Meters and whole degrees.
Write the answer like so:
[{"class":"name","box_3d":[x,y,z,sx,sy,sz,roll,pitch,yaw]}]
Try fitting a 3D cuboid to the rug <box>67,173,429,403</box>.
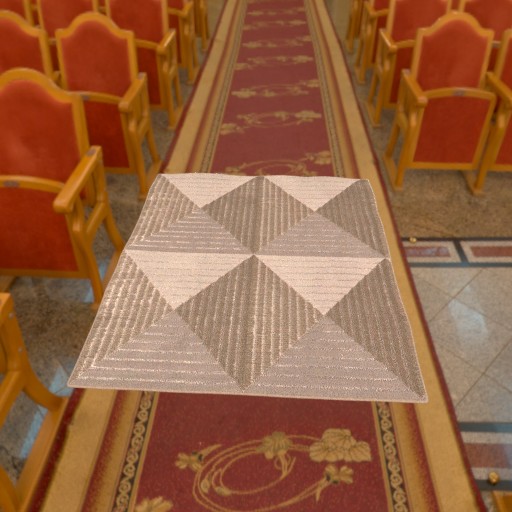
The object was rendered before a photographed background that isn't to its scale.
[{"class":"rug","box_3d":[0.000,0.000,0.904,0.551,0.008,0.642,2,41,2]}]
